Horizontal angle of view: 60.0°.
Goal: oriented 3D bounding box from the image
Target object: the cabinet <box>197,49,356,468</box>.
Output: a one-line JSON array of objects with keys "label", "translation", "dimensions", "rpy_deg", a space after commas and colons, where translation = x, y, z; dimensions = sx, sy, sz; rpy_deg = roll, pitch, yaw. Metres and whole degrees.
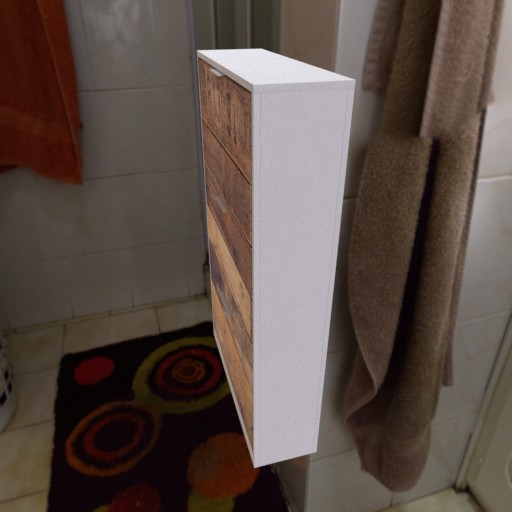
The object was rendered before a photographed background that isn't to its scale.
[{"label": "cabinet", "translation": [0.000, 0.000, 1.586], "dimensions": [0.250, 1.280, 0.750], "rpy_deg": [-8, 31, -13]}]
